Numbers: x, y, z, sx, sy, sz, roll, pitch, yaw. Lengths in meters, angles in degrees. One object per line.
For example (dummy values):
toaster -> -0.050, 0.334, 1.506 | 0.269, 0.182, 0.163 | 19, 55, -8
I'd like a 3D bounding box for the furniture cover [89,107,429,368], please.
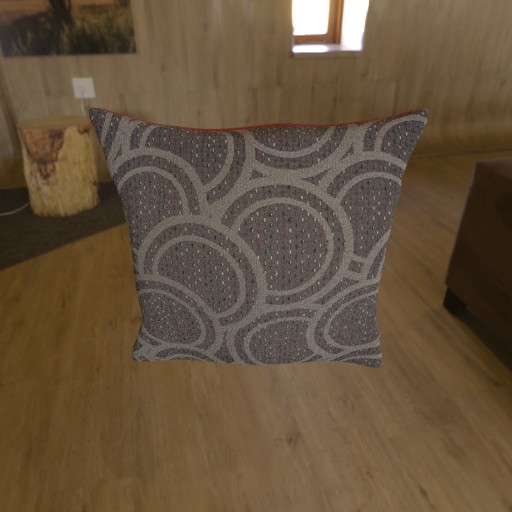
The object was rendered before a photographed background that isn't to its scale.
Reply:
furniture cover -> 0.000, 0.000, 0.792 | 0.514, 0.513, 0.163 | 1, 30, 2
